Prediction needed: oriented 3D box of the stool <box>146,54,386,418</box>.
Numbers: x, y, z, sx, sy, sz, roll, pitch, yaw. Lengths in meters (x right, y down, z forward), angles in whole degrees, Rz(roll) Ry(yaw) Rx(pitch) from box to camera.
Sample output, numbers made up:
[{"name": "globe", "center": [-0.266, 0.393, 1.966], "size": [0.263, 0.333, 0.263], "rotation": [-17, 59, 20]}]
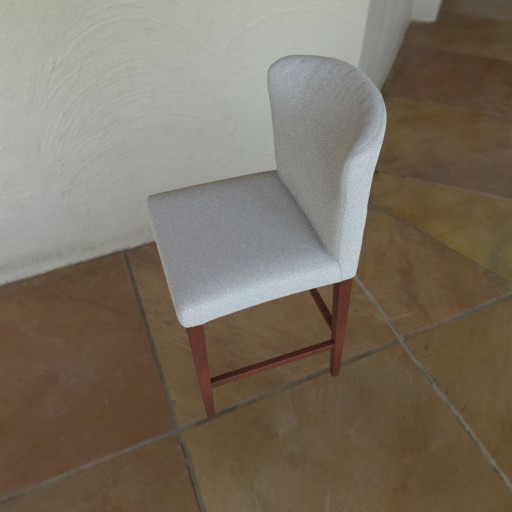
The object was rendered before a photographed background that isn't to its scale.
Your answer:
[{"name": "stool", "center": [0.000, 0.000, 1.374], "size": [0.568, 1.069, 0.479], "rotation": [-15, 49, -13]}]
